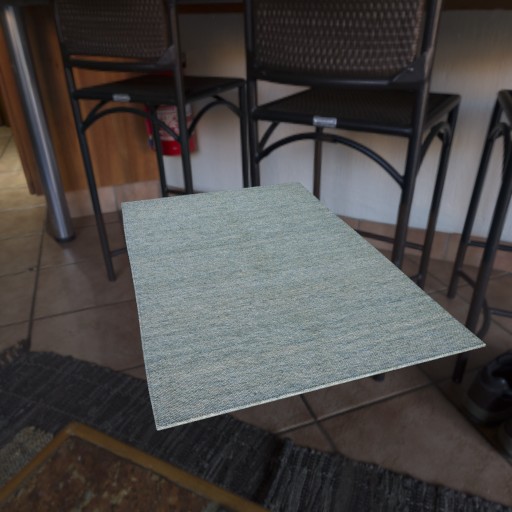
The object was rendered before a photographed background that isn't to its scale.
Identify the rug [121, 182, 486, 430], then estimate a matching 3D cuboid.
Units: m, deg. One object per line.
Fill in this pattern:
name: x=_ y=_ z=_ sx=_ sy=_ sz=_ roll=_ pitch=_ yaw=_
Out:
rug: x=0.000 y=0.000 z=2.826 sx=1.547 sy=0.013 sz=2.283 roll=-9 pitch=31 yaw=-16
